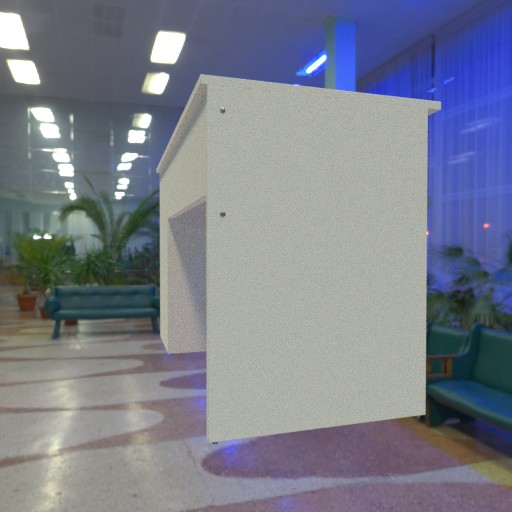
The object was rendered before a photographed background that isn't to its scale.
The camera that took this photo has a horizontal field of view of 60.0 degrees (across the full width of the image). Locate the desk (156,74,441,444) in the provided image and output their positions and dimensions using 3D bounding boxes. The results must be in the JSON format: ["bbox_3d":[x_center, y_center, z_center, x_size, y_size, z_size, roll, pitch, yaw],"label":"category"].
[{"bbox_3d":[0.000,0.000,1.472,0.560,0.730,1.096,0,1,-17],"label":"desk"}]
